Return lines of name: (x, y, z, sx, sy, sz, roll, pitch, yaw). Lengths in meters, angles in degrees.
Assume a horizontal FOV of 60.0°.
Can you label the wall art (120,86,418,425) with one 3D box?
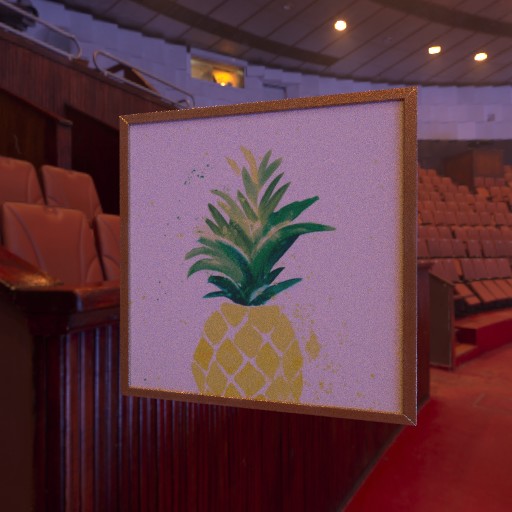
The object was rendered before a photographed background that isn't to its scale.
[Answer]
wall art: (0.000, 0.000, 1.117, 0.762, 0.760, 0.037, 0, 1, 16)
